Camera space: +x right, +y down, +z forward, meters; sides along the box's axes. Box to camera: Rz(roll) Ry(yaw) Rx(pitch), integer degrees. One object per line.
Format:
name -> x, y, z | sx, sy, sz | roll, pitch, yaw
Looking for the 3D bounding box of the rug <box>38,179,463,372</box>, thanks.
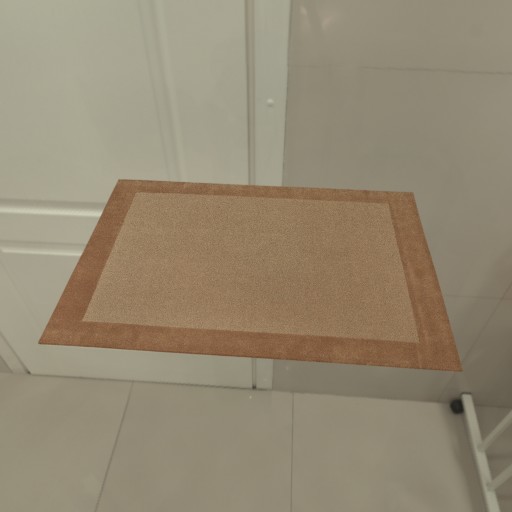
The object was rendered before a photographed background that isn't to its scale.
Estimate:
rug -> 0.000, 0.000, 2.324 | 1.829, 0.014, 1.219 | 3, 46, 3
